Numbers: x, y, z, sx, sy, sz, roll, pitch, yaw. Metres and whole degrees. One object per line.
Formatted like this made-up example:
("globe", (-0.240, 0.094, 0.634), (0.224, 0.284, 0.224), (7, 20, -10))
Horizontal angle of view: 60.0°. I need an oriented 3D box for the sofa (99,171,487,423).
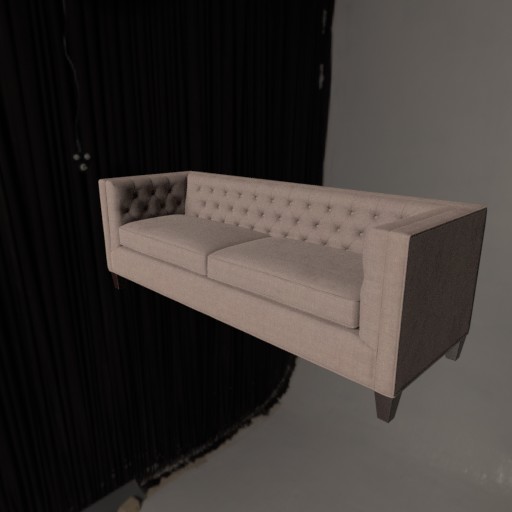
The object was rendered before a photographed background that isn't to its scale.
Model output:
("sofa", (0.000, 0.000, 2.544), (2.159, 0.762, 0.775), (16, 23, 42))
